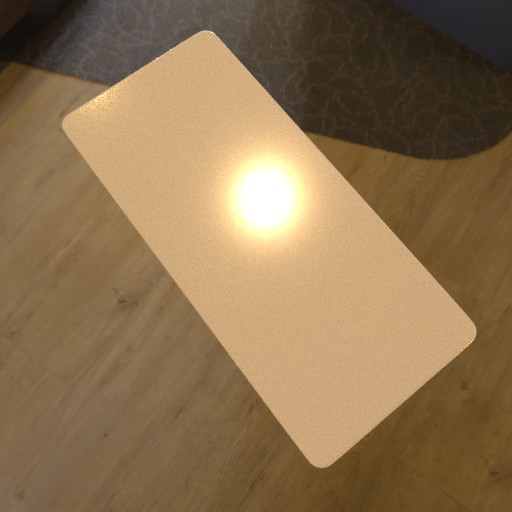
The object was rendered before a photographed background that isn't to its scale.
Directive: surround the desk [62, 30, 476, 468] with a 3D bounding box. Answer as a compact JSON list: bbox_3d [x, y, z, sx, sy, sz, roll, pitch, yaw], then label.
[{"bbox_3d":[0.000,0.000,1.587,0.550,0.760,1.200,-37,78,-9],"label":"desk"}]
